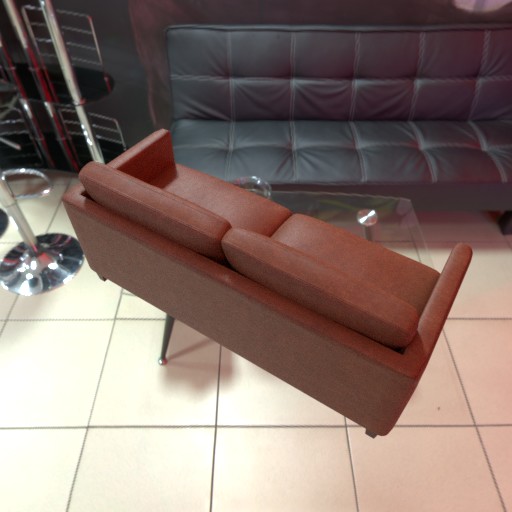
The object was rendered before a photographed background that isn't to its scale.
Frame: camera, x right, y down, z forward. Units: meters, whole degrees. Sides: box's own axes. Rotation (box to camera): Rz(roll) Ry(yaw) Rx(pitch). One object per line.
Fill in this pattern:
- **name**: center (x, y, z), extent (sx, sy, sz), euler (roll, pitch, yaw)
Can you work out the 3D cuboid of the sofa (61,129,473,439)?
- **sofa**: center (0.000, 0.000, 2.705), extent (2.204, 0.932, 0.950), euler (25, 52, 22)
